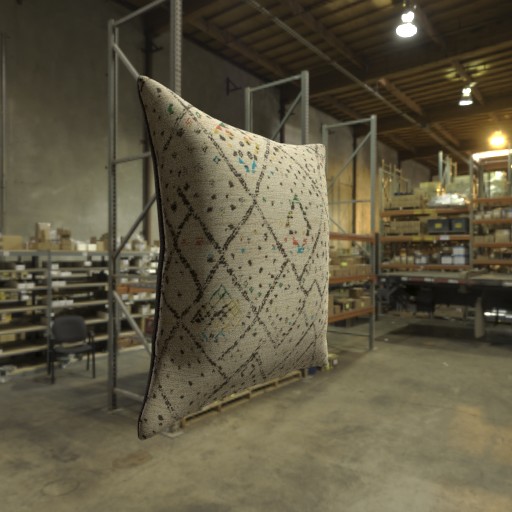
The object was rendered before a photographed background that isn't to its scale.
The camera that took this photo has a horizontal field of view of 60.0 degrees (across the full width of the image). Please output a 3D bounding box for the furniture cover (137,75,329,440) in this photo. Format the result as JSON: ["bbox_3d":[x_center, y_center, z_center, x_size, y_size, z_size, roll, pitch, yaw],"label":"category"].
[{"bbox_3d":[0.000,0.000,0.796,0.180,0.498,0.525,0,0,37],"label":"furniture cover"}]
